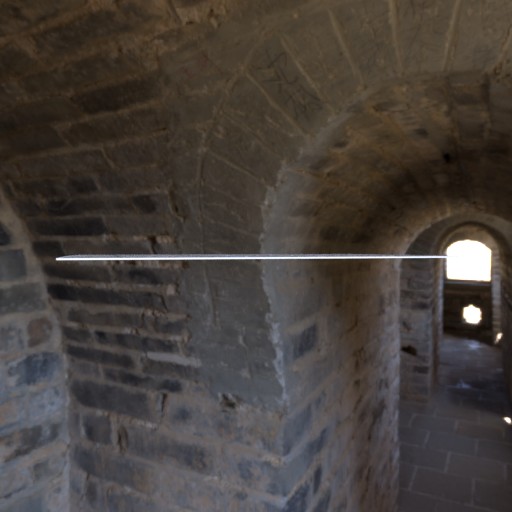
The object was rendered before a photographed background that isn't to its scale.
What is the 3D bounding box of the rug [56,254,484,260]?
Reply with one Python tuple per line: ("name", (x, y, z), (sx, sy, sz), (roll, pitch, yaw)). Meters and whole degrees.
("rug", (0.000, 0.000, 2.918), (2.284, 0.008, 1.522), (0, 1, -19))
